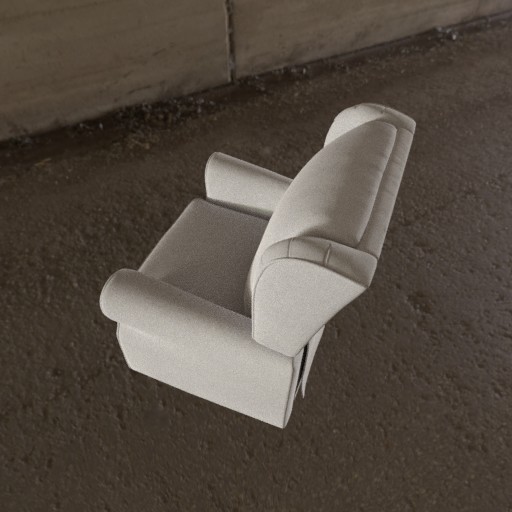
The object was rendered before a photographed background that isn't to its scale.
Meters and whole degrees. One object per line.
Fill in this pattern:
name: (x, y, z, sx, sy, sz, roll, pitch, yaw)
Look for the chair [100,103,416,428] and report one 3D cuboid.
chair: (0.000, 0.000, 1.658, 0.854, 0.967, 0.906, 16, 48, 15)
